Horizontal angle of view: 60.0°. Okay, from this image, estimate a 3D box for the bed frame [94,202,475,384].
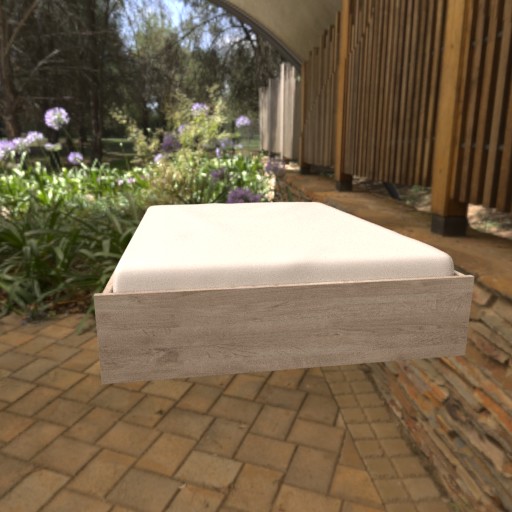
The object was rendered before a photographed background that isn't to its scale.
[{"bbox_3d":[0.000,0.000,2.657,1.490,0.462,1.950,-2,14,-9],"label":"bed frame"}]
